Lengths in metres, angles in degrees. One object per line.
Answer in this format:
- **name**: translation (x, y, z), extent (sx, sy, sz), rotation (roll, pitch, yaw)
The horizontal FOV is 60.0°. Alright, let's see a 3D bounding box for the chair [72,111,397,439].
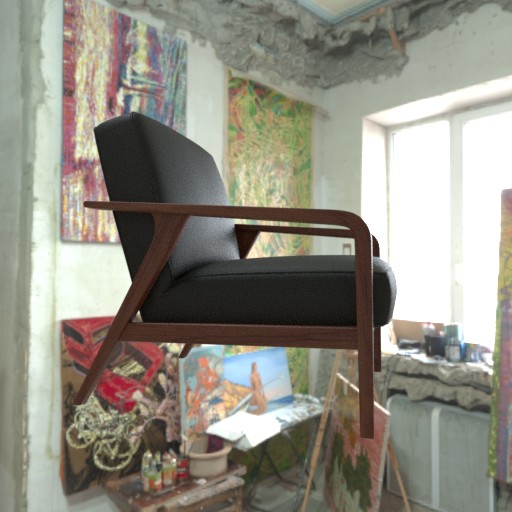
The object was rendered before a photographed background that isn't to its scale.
- **chair**: translation (0.000, 0.000, 1.467), extent (0.889, 0.861, 0.719), rotation (0, -1, 17)
